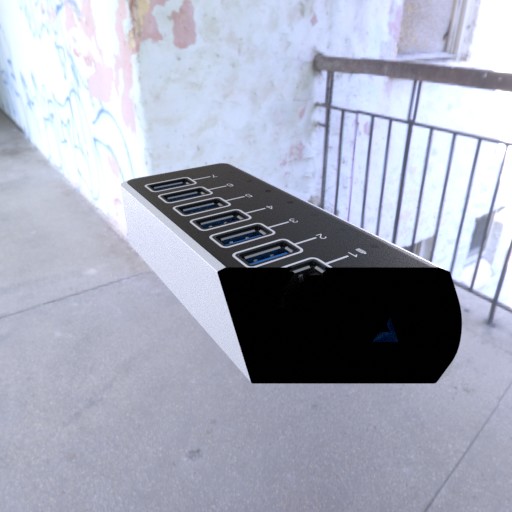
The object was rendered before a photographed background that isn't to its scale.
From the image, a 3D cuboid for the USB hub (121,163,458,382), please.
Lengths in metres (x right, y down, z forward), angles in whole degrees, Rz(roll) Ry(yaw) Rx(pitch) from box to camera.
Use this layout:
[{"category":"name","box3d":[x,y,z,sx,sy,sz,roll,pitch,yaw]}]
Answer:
[{"category":"USB hub","box3d":[0.000,0.000,0.129,0.044,0.023,0.110,-17,33,-28]}]
